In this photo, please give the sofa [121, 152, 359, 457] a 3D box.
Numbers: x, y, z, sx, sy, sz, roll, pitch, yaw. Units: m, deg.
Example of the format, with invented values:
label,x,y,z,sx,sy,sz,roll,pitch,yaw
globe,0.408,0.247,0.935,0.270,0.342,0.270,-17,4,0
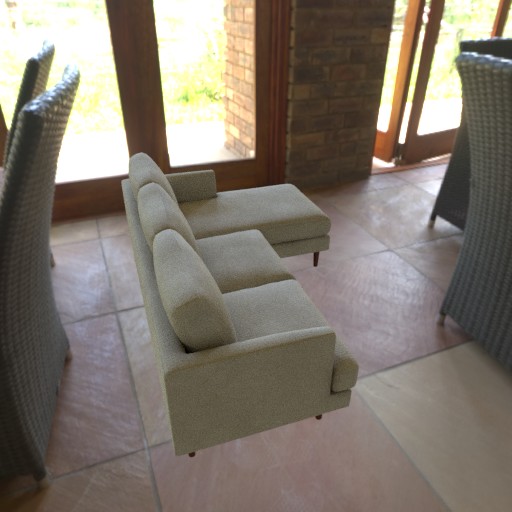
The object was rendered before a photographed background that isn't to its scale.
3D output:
label,x,y,z,sx,sy,sz,roll,pitch,yaw
sofa,0.000,0.000,2.925,1.504,0.956,2.233,-10,32,-16
